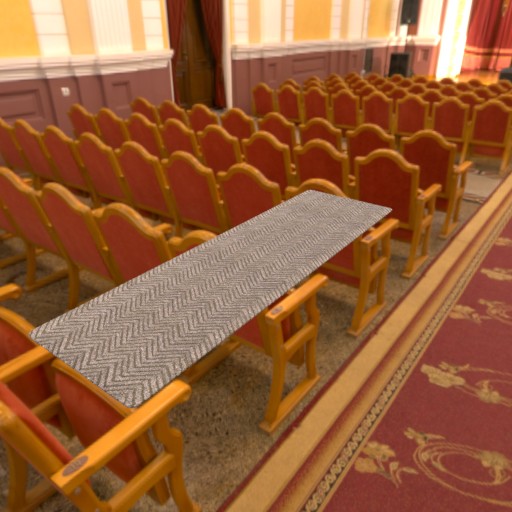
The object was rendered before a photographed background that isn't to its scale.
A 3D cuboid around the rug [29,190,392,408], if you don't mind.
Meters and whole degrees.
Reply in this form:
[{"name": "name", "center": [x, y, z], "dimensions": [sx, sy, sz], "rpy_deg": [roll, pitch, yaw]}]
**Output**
[{"name": "rug", "center": [0.000, 0.000, 2.478], "dimensions": [0.686, 0.008, 2.286], "rpy_deg": [19, 33, 32]}]
